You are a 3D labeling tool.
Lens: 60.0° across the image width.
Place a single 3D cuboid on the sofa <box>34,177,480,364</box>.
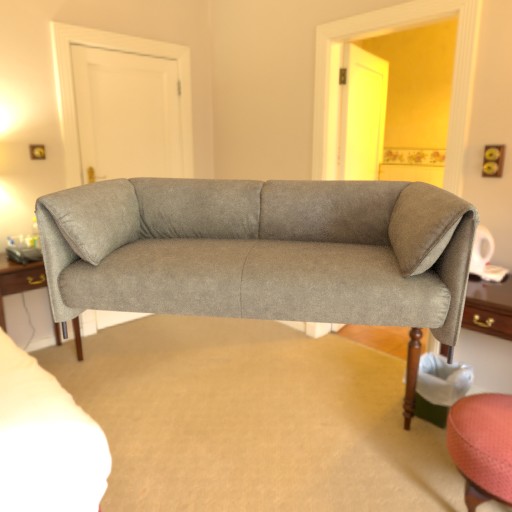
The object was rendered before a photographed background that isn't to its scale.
[{"bbox_3d":[0.000,0.000,2.305,1.878,0.747,0.905,2,14,8],"label":"sofa"}]
